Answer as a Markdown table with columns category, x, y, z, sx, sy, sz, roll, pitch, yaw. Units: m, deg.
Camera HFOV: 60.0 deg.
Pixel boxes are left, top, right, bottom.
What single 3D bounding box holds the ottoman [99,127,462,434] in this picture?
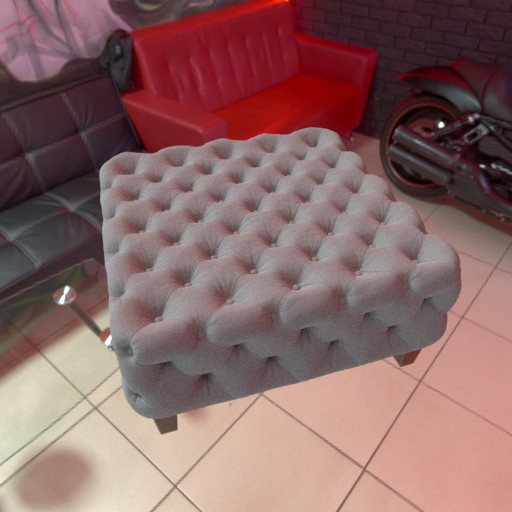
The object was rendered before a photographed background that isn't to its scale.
| category | x | y | z | sx | sy | sz | roll | pitch | yaw |
| --- | --- | --- | --- | --- | --- | --- | --- | --- | --- |
| ottoman | 0.000 | 0.000 | 1.444 | 0.911 | 0.439 | 0.917 | -11 | 41 | -13 |
